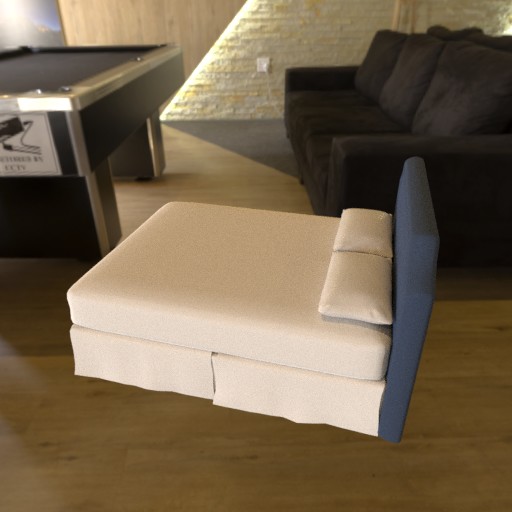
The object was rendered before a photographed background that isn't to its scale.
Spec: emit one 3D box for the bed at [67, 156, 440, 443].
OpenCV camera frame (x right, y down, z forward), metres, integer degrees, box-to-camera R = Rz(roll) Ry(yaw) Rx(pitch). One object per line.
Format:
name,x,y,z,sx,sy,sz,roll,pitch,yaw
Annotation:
bed,0.000,0.000,3.320,2.260,1.297,1.831,8,30,13
